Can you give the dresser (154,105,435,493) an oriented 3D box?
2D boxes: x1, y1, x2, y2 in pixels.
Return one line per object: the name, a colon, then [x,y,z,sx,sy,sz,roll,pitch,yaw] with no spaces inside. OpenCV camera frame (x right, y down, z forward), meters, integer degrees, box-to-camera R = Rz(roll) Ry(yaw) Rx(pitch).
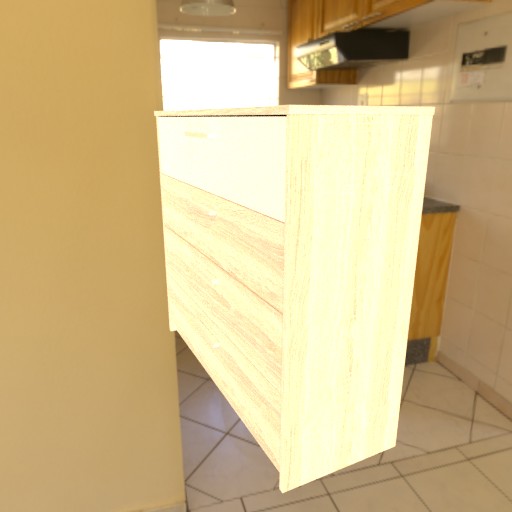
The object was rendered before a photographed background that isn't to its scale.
dresser: [0.000,0.000,1.435,0.380,0.900,0.980,-8,19,-25]
